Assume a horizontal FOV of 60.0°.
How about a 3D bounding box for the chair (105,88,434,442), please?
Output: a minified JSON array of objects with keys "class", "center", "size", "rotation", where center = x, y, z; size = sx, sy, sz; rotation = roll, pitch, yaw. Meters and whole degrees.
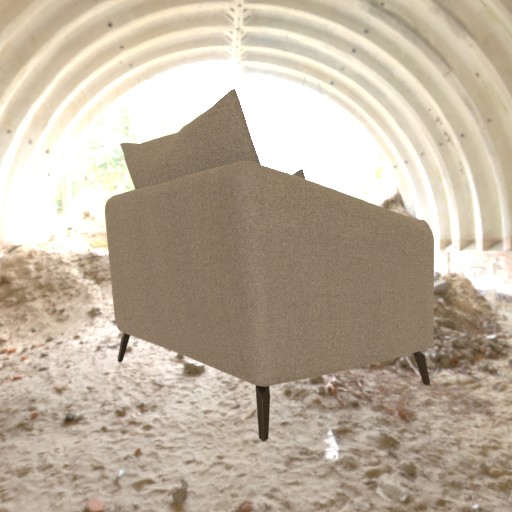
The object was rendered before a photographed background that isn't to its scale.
[{"class":"chair","center":[0.000,0.000,1.613],"size":[0.801,0.856,1.029],"rotation":[-1,1,-38]}]
